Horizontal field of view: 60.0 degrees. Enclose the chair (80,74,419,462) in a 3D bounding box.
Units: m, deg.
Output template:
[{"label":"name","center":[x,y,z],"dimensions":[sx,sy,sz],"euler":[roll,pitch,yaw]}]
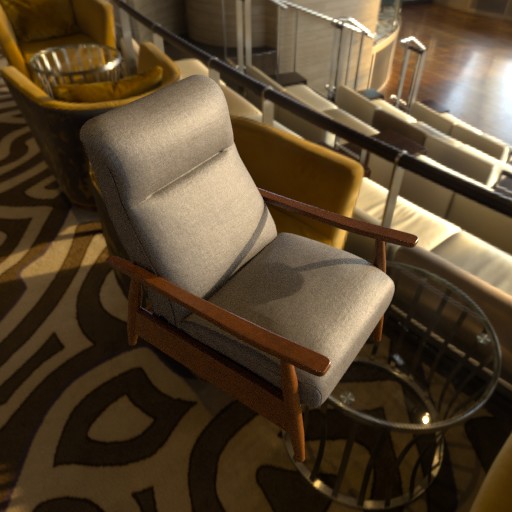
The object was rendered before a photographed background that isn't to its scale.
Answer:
[{"label":"chair","center":[0.000,0.000,1.756],"dimensions":[1.014,1.081,0.762],"euler":[26,47,26]}]
